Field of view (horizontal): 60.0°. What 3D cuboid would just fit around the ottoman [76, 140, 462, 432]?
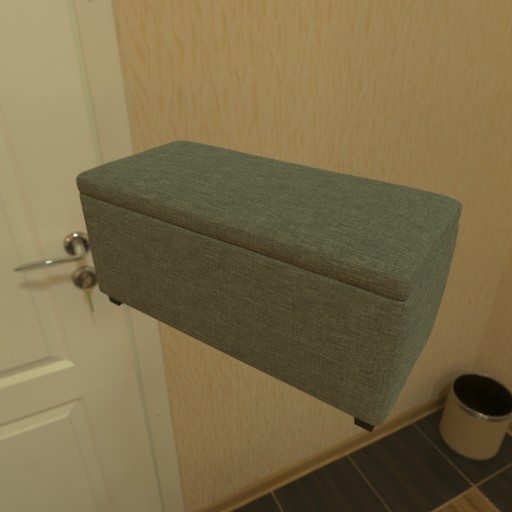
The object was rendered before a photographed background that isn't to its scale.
[{"bbox_3d":[0.000,0.000,1.174,0.902,0.432,0.419,19,35,29],"label":"ottoman"}]
